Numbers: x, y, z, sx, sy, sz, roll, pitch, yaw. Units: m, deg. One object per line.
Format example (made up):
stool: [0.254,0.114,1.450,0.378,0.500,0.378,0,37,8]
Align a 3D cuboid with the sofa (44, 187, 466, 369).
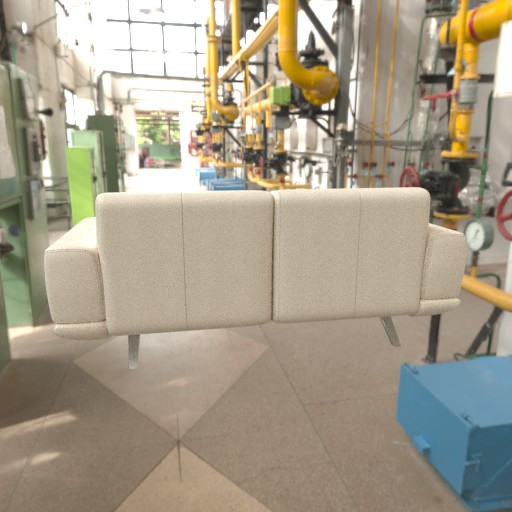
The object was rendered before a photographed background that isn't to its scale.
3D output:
sofa: [0.000,0.000,2.378,1.901,0.772,0.900,-3,14,-10]
